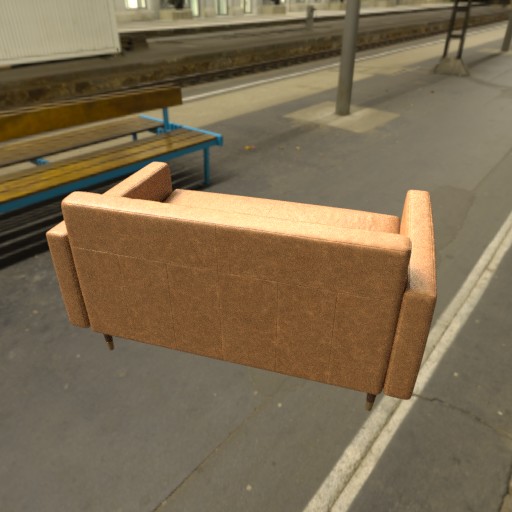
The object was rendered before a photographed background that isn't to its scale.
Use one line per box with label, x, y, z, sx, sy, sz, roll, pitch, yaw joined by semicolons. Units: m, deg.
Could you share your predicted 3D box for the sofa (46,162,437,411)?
sofa;0.000;0.000;2.130;1.549;0.820;0.960;9;32;15
